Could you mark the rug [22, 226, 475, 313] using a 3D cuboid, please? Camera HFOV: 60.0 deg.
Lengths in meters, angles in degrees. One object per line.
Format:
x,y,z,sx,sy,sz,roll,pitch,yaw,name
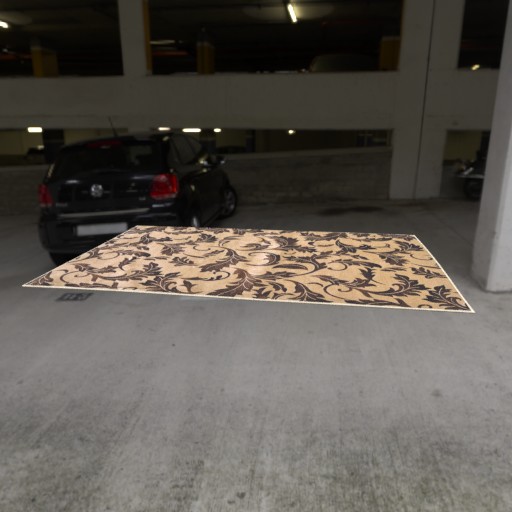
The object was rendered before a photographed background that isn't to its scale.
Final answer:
0.000,0.000,2.901,2.284,0.008,1.522,2,16,8,rug
